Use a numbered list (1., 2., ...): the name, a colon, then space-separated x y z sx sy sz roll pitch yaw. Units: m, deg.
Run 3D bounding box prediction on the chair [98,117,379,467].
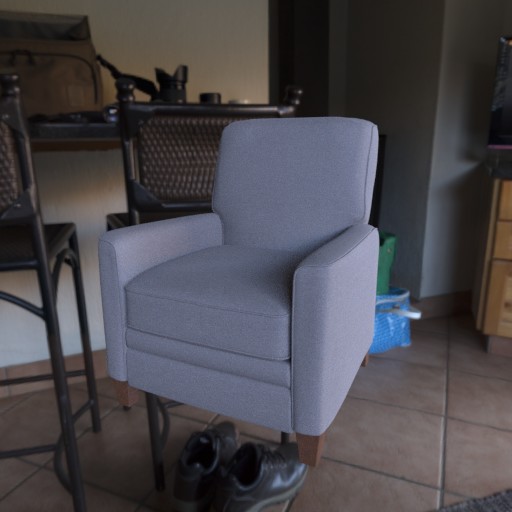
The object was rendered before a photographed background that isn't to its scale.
1. chair: 0.000 0.000 1.661 0.845 1.023 0.859 7 16 25
